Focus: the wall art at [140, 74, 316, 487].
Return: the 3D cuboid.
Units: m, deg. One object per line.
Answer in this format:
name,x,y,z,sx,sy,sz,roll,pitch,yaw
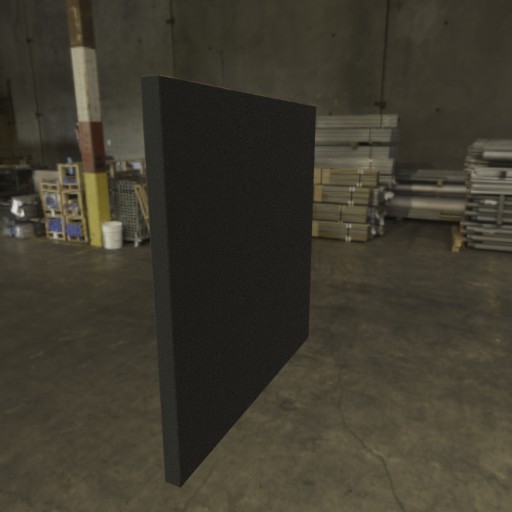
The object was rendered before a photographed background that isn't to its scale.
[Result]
wall art,0.000,0.000,1.117,0.038,0.762,0.762,7,16,25
